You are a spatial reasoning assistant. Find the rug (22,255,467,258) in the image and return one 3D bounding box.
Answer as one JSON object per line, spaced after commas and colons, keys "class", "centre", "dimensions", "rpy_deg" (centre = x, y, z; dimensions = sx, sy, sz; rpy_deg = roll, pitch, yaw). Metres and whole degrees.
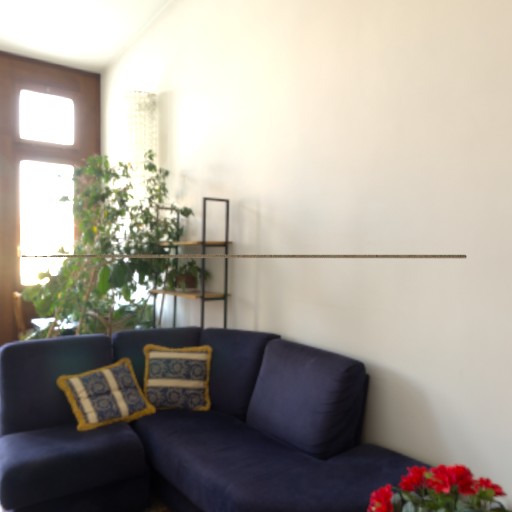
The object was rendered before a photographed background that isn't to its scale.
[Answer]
{"class": "rug", "centre": [0.000, 0.000, 2.863], "dimensions": [2.280, 0.015, 1.521], "rpy_deg": [0, 0, 18]}
